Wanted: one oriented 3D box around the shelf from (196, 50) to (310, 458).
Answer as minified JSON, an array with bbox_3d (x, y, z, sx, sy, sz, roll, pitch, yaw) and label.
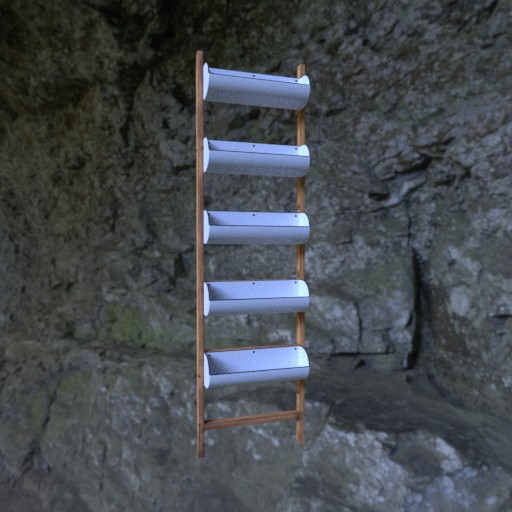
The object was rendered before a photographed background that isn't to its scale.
[{"bbox_3d":[0.000,0.000,1.773,0.454,1.600,0.141,0,1,-17],"label":"shelf"}]
